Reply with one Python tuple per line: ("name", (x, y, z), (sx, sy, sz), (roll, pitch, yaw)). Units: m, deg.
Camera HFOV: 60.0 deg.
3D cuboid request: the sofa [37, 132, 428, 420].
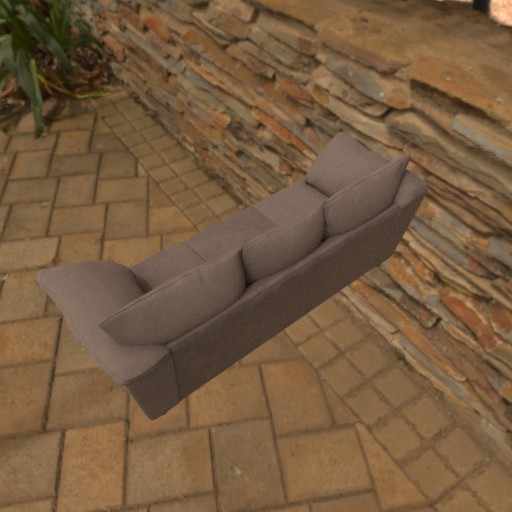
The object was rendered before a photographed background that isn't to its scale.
("sofa", (0.000, 0.000, 2.857), (2.377, 0.981, 0.893), (-30, 53, -26))
